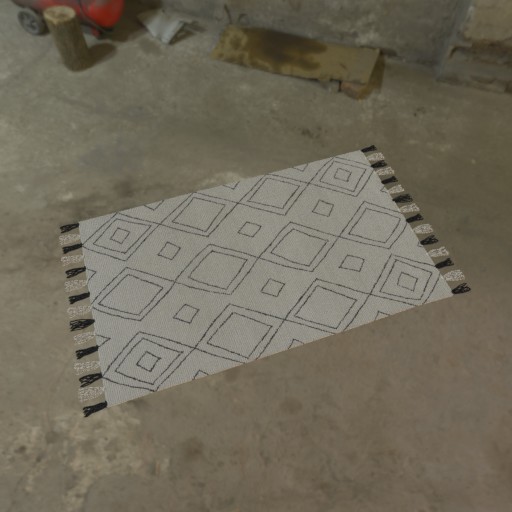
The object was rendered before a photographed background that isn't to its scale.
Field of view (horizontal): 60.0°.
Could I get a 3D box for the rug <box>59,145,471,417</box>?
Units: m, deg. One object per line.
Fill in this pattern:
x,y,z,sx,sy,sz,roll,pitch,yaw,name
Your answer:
0.000,0.000,3.295,2.755,0.021,1.524,-16,59,-10,rug
